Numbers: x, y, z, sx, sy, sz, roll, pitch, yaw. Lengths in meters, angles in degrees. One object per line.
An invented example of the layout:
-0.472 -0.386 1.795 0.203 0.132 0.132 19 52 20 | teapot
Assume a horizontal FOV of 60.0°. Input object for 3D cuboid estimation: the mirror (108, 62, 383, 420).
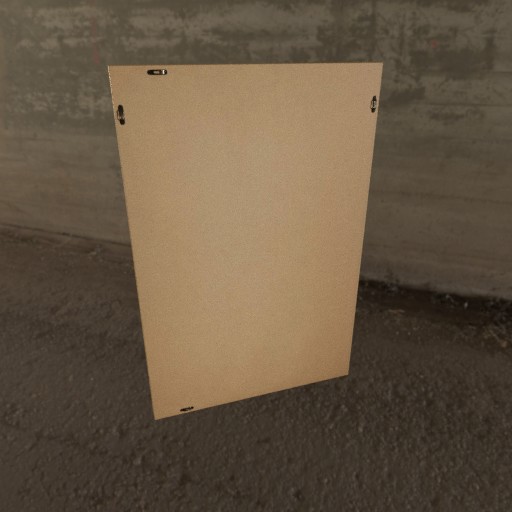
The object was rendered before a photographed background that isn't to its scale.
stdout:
0.000 0.000 1.149 0.609 0.915 0.041 -8 27 -16 | mirror
